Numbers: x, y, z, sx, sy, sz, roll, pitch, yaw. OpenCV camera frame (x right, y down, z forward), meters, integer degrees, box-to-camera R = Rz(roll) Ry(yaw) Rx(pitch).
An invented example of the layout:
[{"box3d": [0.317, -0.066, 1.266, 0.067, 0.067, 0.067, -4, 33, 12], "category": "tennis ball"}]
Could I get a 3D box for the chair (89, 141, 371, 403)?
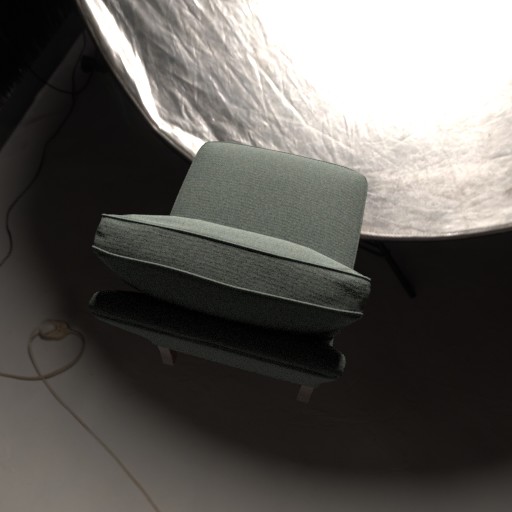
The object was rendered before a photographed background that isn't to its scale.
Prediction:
[{"box3d": [0.000, 0.000, 1.430, 0.624, 0.901, 0.796, 13, 64, 7], "category": "chair"}]
